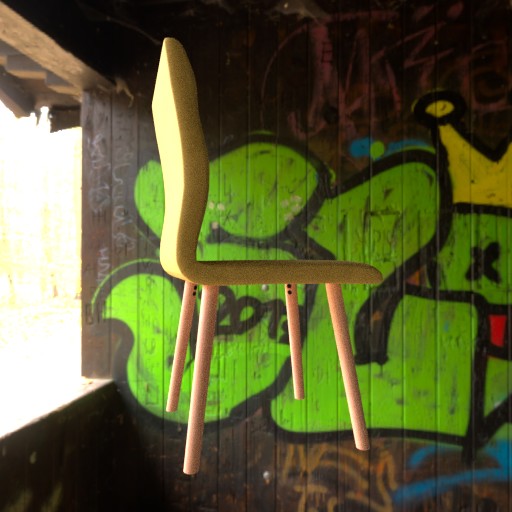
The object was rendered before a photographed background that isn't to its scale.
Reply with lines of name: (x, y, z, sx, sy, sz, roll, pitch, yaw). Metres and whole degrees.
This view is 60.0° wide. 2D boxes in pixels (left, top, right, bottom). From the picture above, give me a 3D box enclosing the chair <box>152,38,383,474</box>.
chair: (0.000, 0.000, 1.254, 0.550, 0.965, 0.450, 0, -1, -17)
